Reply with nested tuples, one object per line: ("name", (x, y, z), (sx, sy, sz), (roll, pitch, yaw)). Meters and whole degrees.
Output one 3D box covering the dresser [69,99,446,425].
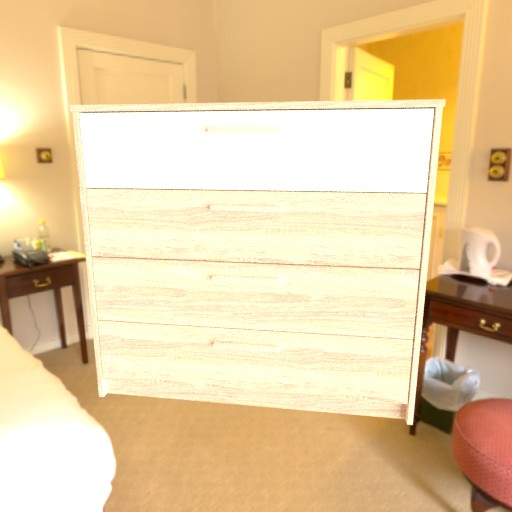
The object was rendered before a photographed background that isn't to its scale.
("dresser", (0.000, 0.000, 1.418), (0.980, 0.900, 0.380), (2, 14, 9))
